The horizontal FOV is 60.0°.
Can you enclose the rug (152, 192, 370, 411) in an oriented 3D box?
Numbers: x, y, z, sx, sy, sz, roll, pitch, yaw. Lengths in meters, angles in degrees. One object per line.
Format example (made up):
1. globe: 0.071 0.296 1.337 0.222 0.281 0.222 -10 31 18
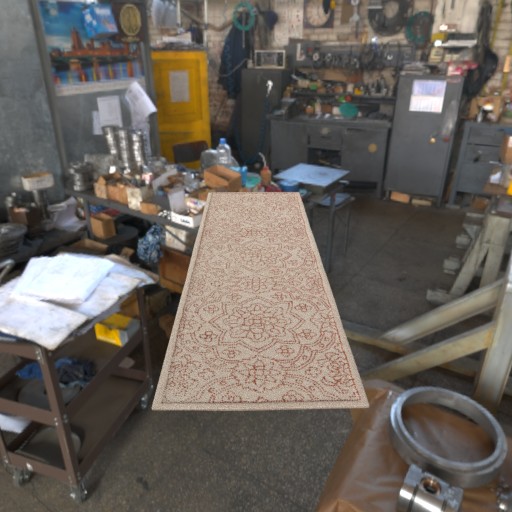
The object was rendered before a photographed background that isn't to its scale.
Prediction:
1. rug: 0.000 0.000 2.645 0.769 0.012 2.448 0 26 -1
